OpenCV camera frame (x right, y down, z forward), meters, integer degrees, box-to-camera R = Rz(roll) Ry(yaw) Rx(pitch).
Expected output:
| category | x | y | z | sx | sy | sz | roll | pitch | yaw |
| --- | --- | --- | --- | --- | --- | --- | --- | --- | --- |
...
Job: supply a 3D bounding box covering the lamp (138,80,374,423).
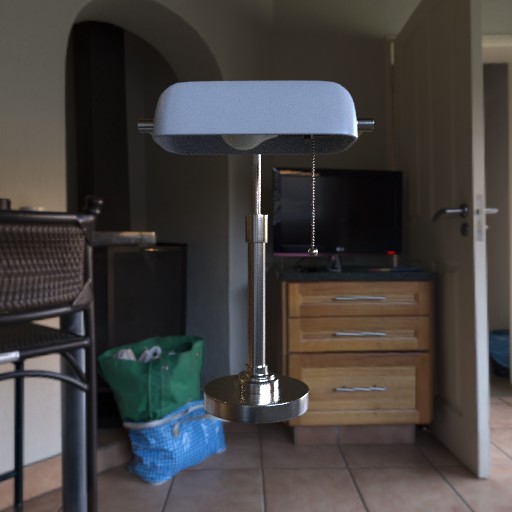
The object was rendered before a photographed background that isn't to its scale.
| category | x | y | z | sx | sy | sz | roll | pitch | yaw |
| --- | --- | --- | --- | --- | --- | --- | --- | --- | --- |
| lamp | 0.000 | 0.000 | 0.562 | 0.269 | 0.404 | 0.227 | 0 | 1 | 1 |
